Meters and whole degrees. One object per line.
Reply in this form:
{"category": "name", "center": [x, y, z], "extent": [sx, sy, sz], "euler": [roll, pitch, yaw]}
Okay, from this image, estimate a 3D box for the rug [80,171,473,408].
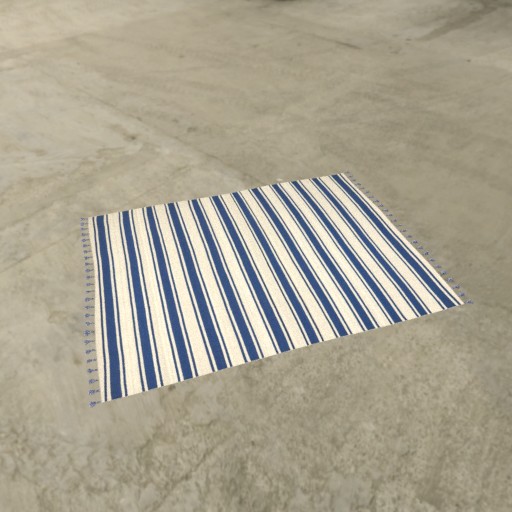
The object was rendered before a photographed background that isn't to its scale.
{"category": "rug", "center": [0.000, 0.000, 4.532], "extent": [3.416, 0.016, 2.471], "euler": [-12, 43, -13]}
